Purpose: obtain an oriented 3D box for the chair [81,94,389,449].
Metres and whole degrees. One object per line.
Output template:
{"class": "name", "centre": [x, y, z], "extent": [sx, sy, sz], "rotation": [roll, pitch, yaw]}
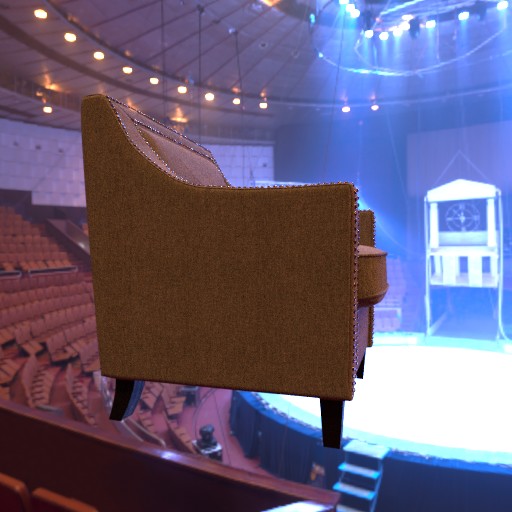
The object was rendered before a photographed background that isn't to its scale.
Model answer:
{"class": "chair", "centre": [0.000, 0.000, 1.545], "extent": [0.884, 0.967, 0.776], "rotation": [0, 0, 19]}
